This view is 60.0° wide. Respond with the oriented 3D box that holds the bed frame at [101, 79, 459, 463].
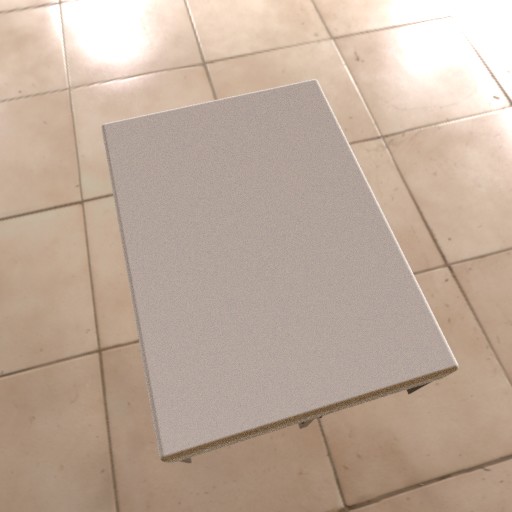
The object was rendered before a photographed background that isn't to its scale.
[{"bbox_3d":[0.000,0.000,2.656,1.408,0.659,1.956,-15,64,-7],"label":"bed frame"}]
